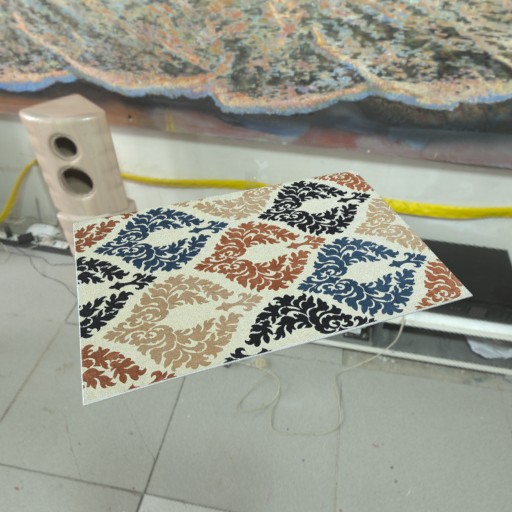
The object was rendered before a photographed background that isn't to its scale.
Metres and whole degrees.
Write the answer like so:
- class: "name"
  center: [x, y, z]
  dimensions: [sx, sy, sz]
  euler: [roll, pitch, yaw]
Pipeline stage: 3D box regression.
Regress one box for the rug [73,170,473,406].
- class: "rug"
  center: [0.000, 0.000, 2.939]
  dimensions: [2.275, 0.014, 1.514]
  euler: [-13, 44, -14]
